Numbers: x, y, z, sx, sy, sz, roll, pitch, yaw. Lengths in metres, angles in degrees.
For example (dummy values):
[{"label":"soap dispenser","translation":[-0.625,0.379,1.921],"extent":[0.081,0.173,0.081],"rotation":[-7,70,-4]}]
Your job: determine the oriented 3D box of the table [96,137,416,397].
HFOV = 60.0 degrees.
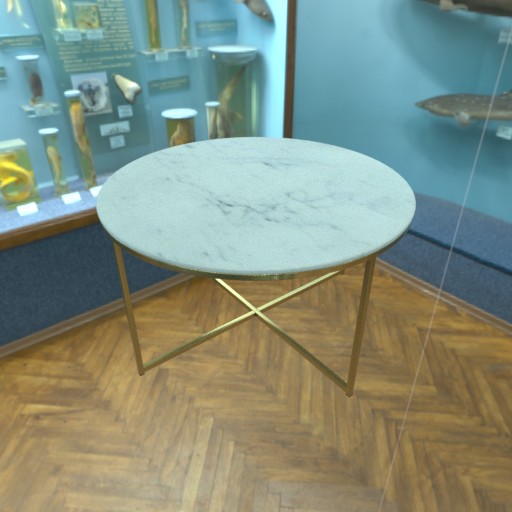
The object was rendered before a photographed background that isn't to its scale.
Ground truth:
[{"label":"table","translation":[0.000,0.000,1.276],"extent":[0.800,0.450,0.800],"rotation":[0,32,0]}]
